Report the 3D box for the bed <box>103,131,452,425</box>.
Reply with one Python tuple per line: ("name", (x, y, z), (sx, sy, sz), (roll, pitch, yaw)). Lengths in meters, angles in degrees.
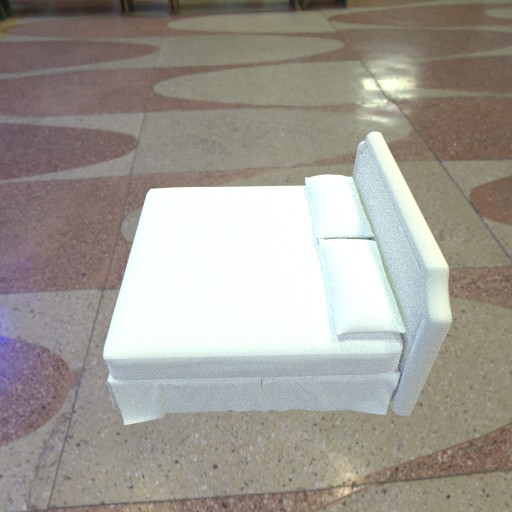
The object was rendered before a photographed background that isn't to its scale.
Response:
("bed", (0.000, 0.000, 3.568), (2.204, 1.301, 2.160), (-1, 42, -1))
